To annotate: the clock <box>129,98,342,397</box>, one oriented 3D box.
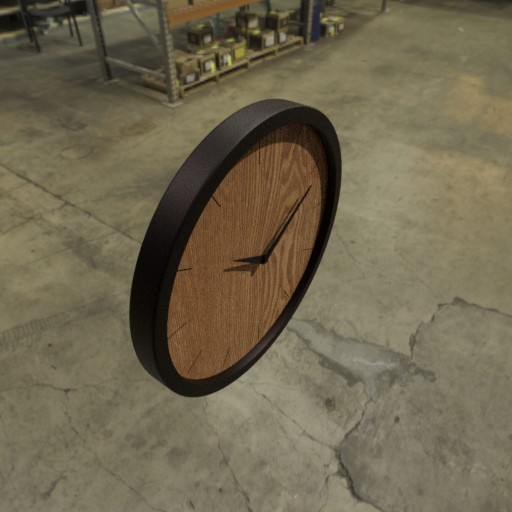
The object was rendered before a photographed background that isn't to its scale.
[{"bbox_3d":[0.000,0.000,0.465,0.029,0.314,0.314,26,47,27],"label":"clock"}]
